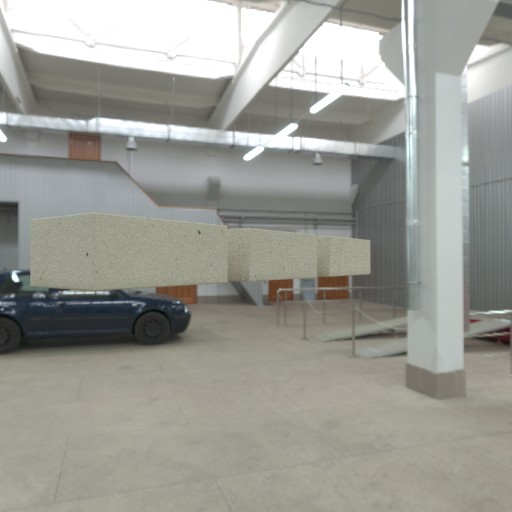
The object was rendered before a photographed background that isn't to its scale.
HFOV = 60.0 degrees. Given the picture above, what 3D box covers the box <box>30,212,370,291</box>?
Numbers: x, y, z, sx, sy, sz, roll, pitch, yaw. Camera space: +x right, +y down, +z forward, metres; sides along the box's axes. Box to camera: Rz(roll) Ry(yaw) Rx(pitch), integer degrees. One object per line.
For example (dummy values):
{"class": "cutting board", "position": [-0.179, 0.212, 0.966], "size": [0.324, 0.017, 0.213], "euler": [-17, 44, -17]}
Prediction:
{"class": "box", "position": [0.000, 0.000, 0.494], "size": [0.082, 0.051, 0.461], "euler": [-1, -1, 36]}
